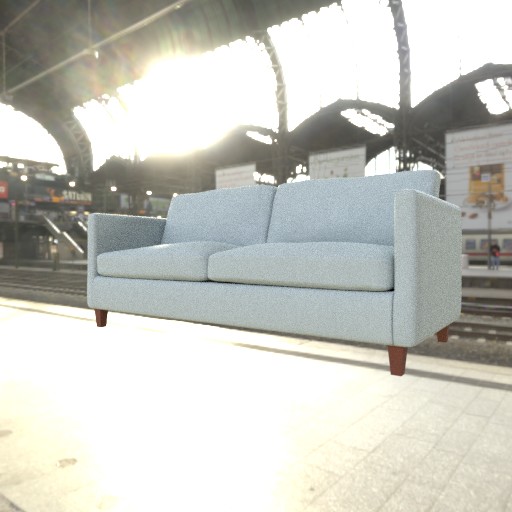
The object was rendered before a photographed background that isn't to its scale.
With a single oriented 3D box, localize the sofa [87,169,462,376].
[{"bbox_3d":[0.000,0.000,2.751,2.208,0.965,0.951,1,1,35],"label":"sofa"}]
